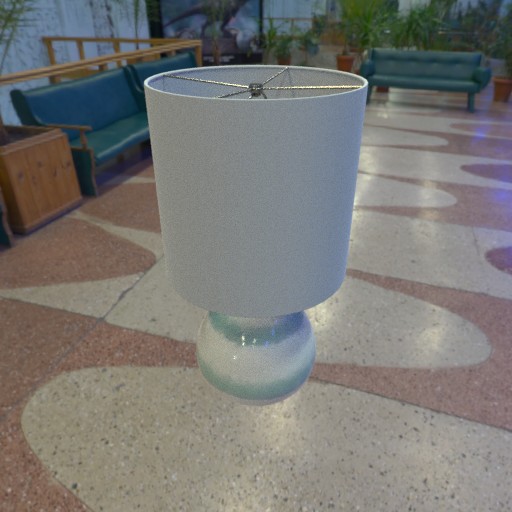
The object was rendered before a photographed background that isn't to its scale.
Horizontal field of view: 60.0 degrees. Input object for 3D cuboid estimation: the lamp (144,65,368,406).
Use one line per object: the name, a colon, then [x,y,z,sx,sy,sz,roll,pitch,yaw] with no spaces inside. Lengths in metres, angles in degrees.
lamp: [0.000,0.000,0.538,0.217,0.404,0.217,11,32,18]
